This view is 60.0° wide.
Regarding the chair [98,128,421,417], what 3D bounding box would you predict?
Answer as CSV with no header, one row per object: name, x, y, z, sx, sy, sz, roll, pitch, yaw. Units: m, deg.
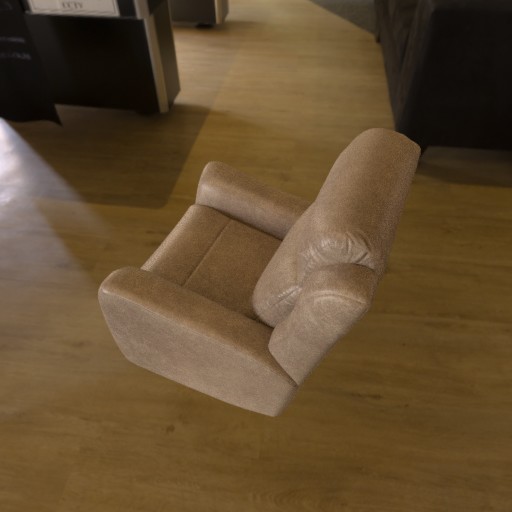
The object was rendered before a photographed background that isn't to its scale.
chair,0.000,0.000,1.935,1.068,1.116,0.965,18,49,16
